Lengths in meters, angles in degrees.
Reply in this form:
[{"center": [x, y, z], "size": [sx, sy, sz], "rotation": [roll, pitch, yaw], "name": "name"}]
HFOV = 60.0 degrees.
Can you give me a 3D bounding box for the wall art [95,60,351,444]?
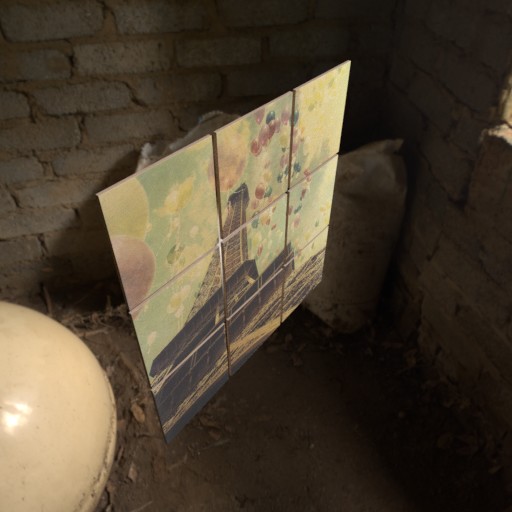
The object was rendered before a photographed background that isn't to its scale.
[{"center": [0.000, 0.000, 1.796], "size": [0.013, 1.218, 1.219], "rotation": [27, 48, 27], "name": "wall art"}]
